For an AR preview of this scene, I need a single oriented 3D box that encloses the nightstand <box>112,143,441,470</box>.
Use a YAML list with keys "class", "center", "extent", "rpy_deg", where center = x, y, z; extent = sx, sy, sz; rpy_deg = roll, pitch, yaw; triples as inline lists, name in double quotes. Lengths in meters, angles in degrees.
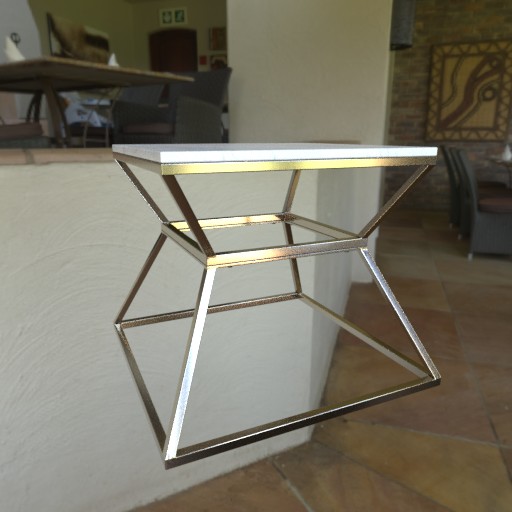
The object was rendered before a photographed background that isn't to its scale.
- class: "nightstand"
  center: [0.000, 0.000, 0.883]
  extent: [0.513, 0.426, 0.514]
  rpy_deg: [-7, 17, -24]
